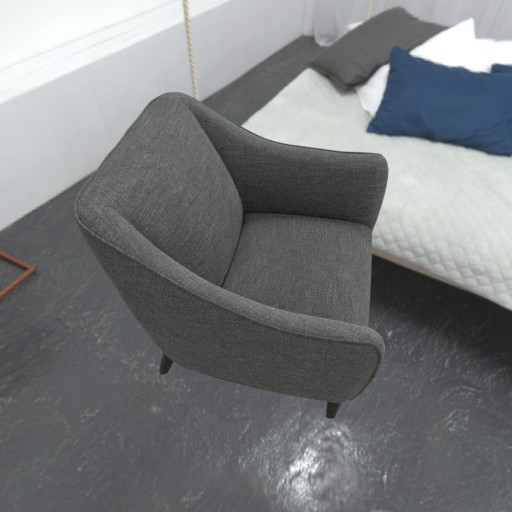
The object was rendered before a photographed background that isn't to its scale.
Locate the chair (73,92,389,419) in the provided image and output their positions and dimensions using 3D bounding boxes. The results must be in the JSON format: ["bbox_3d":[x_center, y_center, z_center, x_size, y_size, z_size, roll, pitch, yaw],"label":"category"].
[{"bbox_3d":[0.000,0.000,1.554,0.851,0.829,0.870,9,47,8],"label":"chair"}]
